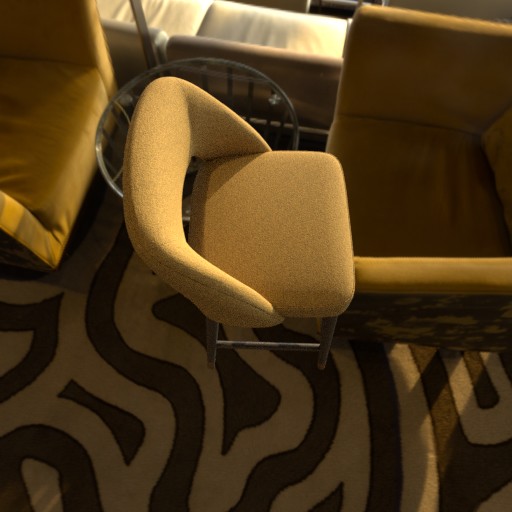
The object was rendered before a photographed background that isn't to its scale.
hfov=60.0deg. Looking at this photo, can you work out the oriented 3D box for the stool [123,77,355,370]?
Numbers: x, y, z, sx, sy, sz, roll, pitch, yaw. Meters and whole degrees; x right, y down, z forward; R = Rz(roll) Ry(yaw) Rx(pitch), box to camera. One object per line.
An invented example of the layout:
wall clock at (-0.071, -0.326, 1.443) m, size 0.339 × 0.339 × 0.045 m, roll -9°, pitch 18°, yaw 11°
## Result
stool at (0.000, 0.000, 1.323) m, size 0.522 × 1.032 × 0.536 m, roll 0°, pitch 64°, yaw 0°
